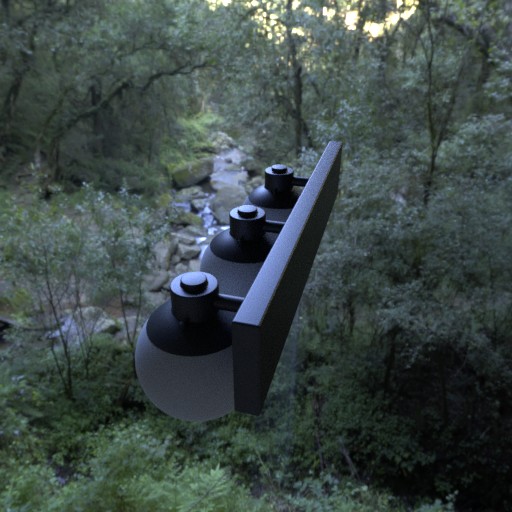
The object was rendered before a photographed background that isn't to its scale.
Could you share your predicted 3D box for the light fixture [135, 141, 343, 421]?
[{"bbox_3d":[0.000,0.000,0.839,0.218,0.263,0.721,8,31,14],"label":"light fixture"}]
